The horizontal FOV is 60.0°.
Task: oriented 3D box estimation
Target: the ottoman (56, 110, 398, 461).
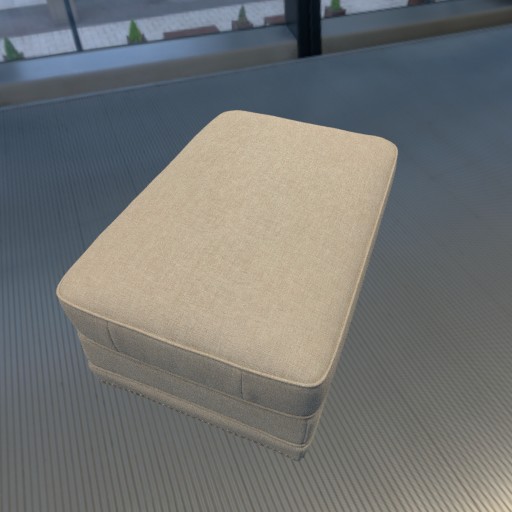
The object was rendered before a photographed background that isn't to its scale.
[{"bbox_3d":[0.000,0.000,1.151,0.559,0.458,0.813,16,49,15],"label":"ottoman"}]
